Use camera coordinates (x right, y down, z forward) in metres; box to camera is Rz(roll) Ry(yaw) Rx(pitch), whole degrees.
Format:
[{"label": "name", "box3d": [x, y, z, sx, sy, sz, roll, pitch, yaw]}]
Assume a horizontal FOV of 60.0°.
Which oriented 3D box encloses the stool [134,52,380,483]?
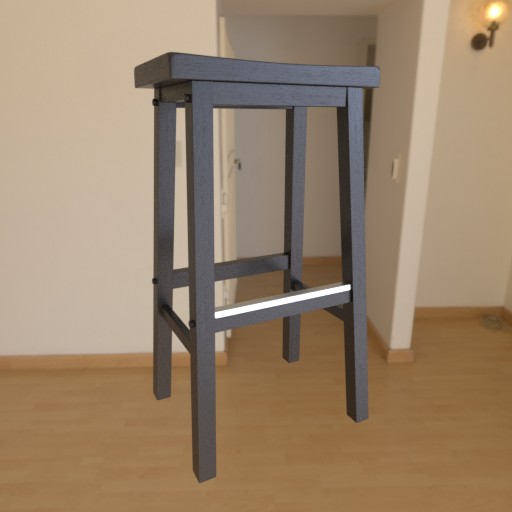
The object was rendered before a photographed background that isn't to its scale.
[{"label": "stool", "box3d": [0.000, 0.000, 0.940, 0.406, 0.742, 0.322, -9, 19, -26]}]
